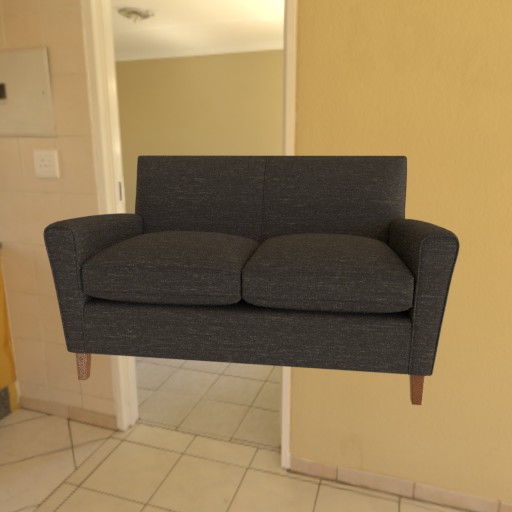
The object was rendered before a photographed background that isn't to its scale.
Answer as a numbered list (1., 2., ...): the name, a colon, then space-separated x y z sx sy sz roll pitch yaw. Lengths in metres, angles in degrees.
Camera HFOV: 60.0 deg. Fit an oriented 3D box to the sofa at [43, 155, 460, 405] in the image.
1. sofa: 0.000 0.000 1.928 1.420 0.846 0.875 2 13 8
